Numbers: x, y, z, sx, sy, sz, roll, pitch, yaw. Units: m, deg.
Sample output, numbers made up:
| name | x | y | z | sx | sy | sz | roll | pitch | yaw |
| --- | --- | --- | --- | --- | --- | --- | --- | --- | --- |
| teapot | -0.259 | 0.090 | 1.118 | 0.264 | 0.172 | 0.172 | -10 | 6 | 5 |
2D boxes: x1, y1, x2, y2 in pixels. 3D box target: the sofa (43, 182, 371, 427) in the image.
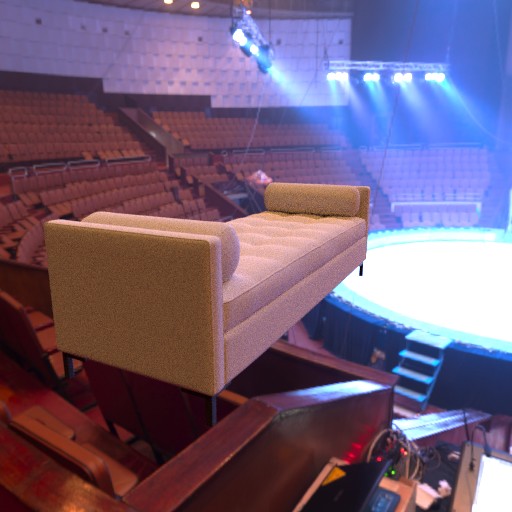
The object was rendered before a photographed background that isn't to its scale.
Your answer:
| name | x | y | z | sx | sy | sz | roll | pitch | yaw |
| --- | --- | --- | --- | --- | --- | --- | --- | --- | --- |
| sofa | 0.000 | 0.000 | 2.356 | 0.746 | 0.641 | 1.985 | 7 | 16 | 27 |
